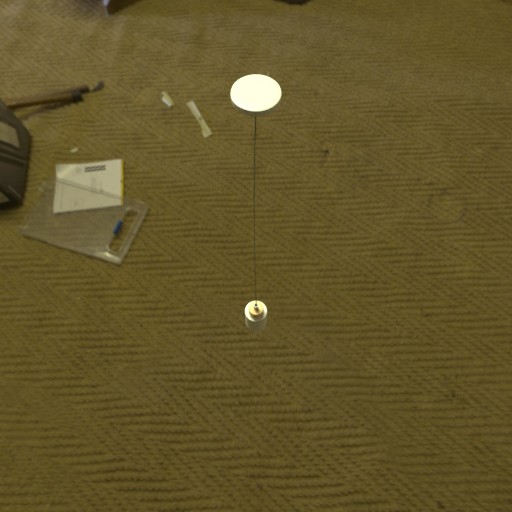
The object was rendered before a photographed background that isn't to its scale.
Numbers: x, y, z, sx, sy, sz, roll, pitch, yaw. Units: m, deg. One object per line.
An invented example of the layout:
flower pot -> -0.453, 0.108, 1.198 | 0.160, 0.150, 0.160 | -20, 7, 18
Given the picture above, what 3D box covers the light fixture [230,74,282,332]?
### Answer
light fixture -> 0.000, 0.000, 1.888 | 0.125, 1.798, 0.125 | -1, 64, 0
